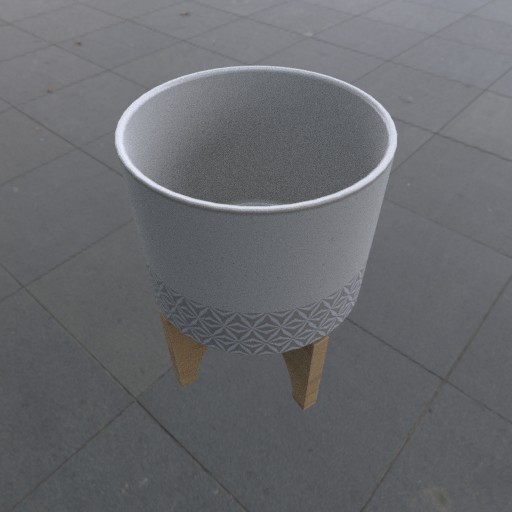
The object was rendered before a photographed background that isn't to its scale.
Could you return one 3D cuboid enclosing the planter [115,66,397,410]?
[{"bbox_3d":[0.000,0.000,0.394,0.188,0.260,0.188,0,45,0],"label":"planter"}]
